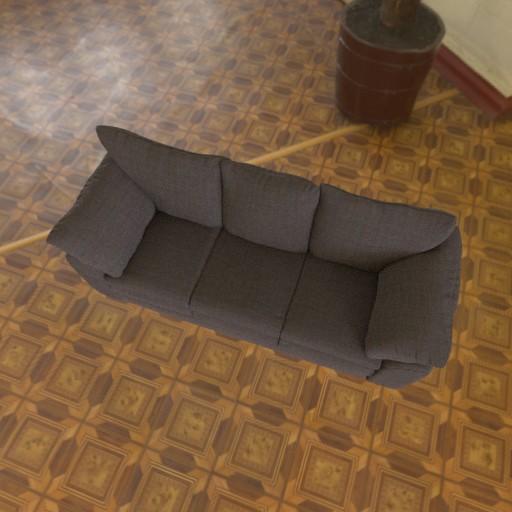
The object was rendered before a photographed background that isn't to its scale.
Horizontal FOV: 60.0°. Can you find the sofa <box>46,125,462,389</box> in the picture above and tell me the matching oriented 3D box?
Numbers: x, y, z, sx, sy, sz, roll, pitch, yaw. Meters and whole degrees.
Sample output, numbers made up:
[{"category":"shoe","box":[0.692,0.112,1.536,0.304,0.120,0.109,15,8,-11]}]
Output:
[{"category":"sofa","box":[0.000,0.000,2.786,2.336,1.080,0.883,16,59,10]}]
